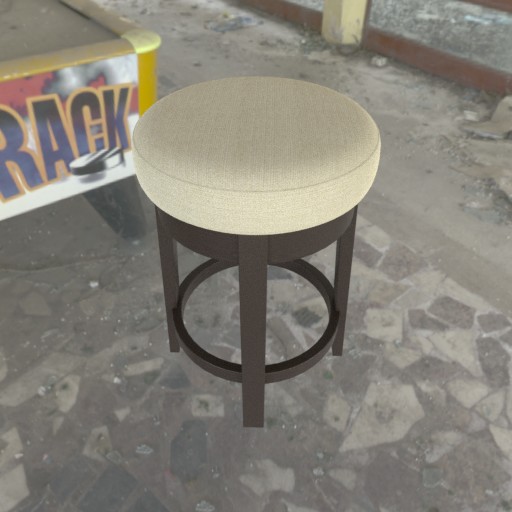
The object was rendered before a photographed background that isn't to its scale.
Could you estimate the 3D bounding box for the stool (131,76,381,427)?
[{"bbox_3d":[0.000,0.000,0.963,0.449,0.655,0.449,0,41,0],"label":"stool"}]
